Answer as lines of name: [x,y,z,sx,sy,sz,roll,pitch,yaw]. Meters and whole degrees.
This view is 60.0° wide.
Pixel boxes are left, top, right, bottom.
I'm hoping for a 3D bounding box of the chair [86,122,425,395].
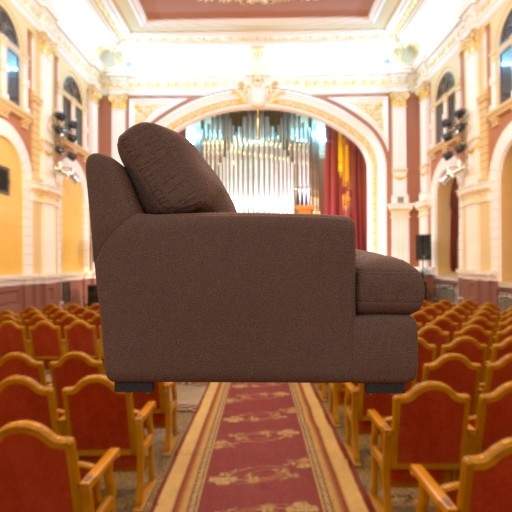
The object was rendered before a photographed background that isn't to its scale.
chair: [0.000,0.000,2.009,1.143,0.940,1.168,0,-1,1]
